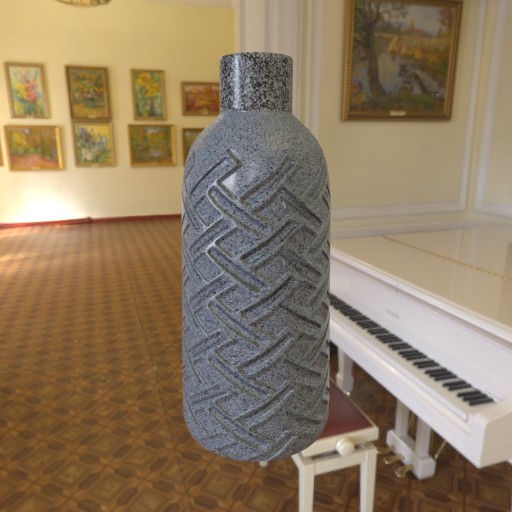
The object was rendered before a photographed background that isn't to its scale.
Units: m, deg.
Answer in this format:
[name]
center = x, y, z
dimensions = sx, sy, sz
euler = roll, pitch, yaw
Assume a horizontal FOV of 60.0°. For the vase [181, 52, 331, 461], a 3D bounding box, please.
[vase]
center = 0.000, 0.000, 0.343
dimensions = 0.122, 0.282, 0.122
euler = 0, 15, 0
